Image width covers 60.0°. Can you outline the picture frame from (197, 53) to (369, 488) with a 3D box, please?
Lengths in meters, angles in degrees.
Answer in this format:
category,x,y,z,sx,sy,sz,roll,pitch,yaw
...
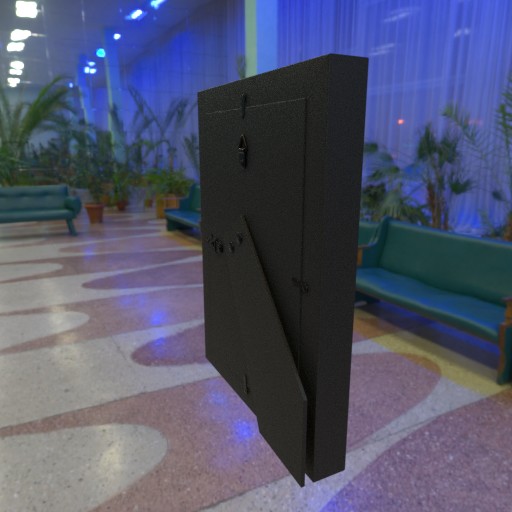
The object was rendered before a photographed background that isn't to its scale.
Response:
category,x,y,z,sx,sy,sz,roll,pitch,yaw
picture frame,0.000,0.000,0.277,0.028,0.208,0.157,-7,16,-26
